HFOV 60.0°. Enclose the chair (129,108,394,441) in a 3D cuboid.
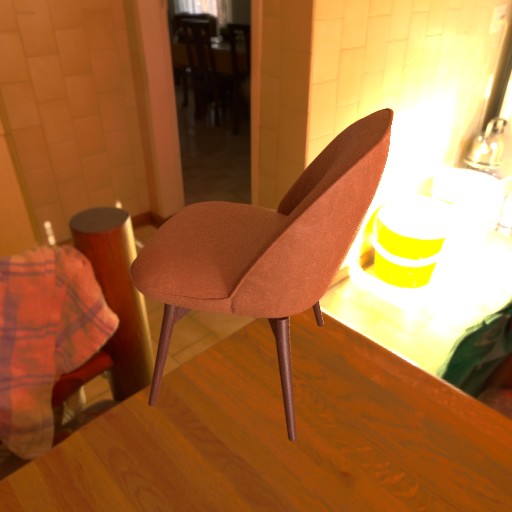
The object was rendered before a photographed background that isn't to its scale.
[{"bbox_3d":[0.000,0.000,1.257,0.631,0.831,0.521,9,33,14],"label":"chair"}]
